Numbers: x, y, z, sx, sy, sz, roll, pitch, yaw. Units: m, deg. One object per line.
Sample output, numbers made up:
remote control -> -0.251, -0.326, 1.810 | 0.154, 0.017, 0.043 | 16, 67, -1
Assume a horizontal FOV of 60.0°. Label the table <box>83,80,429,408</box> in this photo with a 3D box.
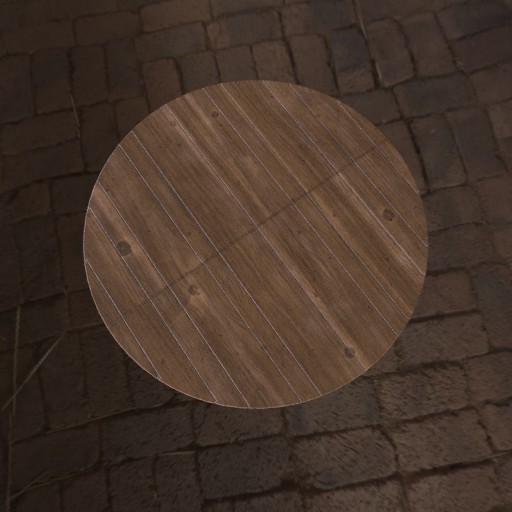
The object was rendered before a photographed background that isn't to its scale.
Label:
table -> 0.000, 0.000, 1.935 | 1.213, 0.764, 1.213 | 0, 75, 0
